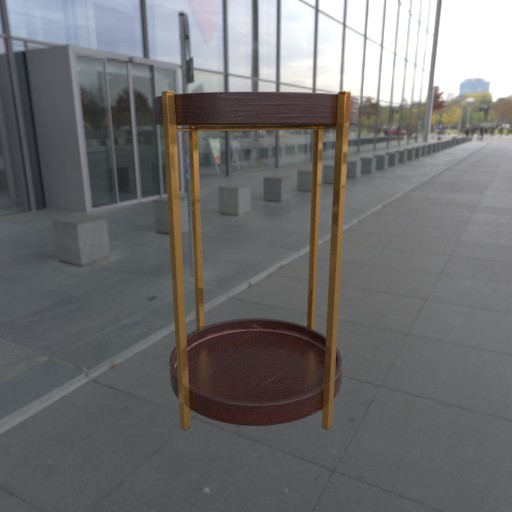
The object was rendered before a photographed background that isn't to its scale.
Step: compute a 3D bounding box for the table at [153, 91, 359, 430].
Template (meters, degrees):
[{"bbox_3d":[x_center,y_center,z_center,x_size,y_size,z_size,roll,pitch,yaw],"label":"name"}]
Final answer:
[{"bbox_3d":[0.000,0.000,0.901,0.400,0.610,0.400,16,22,43],"label":"table"}]
